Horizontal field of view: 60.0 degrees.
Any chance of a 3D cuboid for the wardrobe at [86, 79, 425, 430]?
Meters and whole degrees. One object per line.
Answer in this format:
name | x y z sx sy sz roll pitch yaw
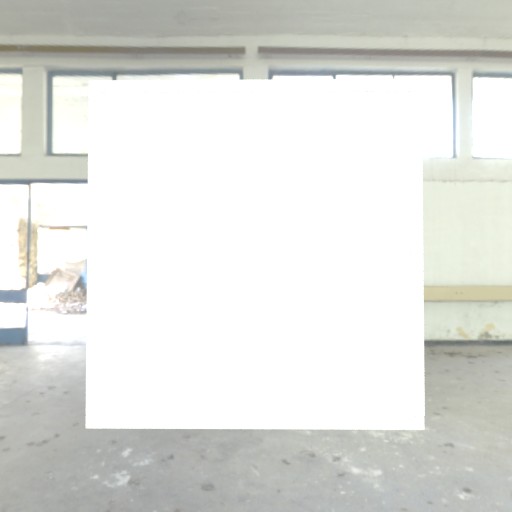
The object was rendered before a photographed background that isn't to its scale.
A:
wardrobe | 0.000 0.000 0.858 0.500 0.520 0.400 0 -1 1
